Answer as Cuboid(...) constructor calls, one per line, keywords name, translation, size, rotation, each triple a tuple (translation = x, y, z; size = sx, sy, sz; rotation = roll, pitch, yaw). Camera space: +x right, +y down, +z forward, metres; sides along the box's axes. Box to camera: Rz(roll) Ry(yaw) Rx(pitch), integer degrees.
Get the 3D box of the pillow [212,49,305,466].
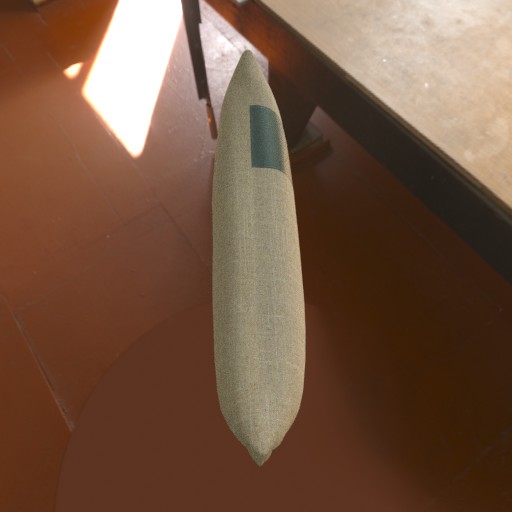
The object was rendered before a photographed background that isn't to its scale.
Cuboid(name="pillow", translation=(0.000, 0.000, 1.016), size=(0.197, 0.429, 0.859), rotation=(-2, 63, -1))
